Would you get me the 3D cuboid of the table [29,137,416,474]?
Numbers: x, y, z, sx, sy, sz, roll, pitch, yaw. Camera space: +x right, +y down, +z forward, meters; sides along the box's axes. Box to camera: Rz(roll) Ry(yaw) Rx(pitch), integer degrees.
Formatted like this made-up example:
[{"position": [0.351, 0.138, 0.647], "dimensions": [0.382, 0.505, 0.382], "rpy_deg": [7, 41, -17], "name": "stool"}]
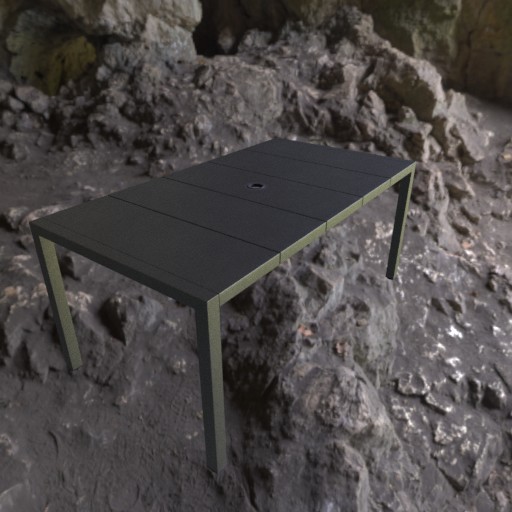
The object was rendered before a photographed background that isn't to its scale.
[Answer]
[{"position": [0.000, 0.000, 2.214], "dimensions": [0.914, 0.735, 1.680], "rpy_deg": [19, 34, 32], "name": "table"}]
